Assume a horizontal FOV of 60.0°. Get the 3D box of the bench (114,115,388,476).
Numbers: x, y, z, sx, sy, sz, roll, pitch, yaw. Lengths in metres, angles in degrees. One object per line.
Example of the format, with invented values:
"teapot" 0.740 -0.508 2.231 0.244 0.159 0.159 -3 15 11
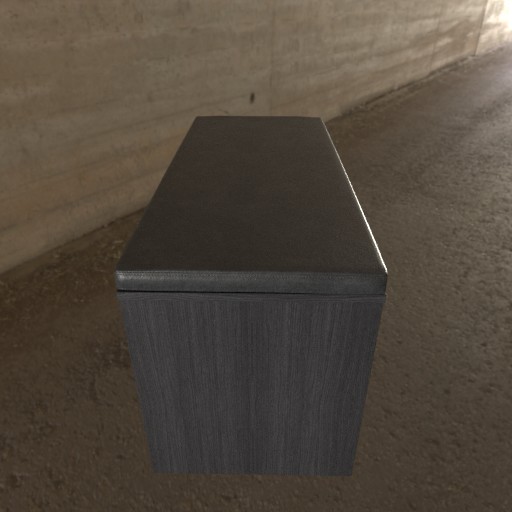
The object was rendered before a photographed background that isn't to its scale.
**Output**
"bench" 0.000 0.000 1.148 0.401 0.501 0.905 1 31 1
